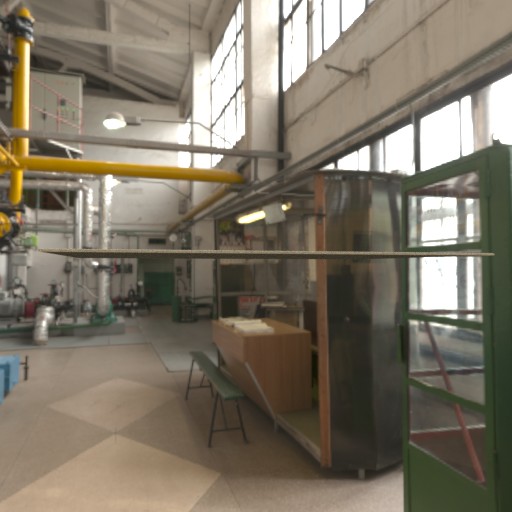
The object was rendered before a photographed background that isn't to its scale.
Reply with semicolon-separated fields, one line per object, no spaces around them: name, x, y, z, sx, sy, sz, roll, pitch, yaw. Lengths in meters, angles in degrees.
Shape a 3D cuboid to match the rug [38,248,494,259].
rug;0.000;0.000;2.268;1.829;0.010;1.219;0;-1;-16
